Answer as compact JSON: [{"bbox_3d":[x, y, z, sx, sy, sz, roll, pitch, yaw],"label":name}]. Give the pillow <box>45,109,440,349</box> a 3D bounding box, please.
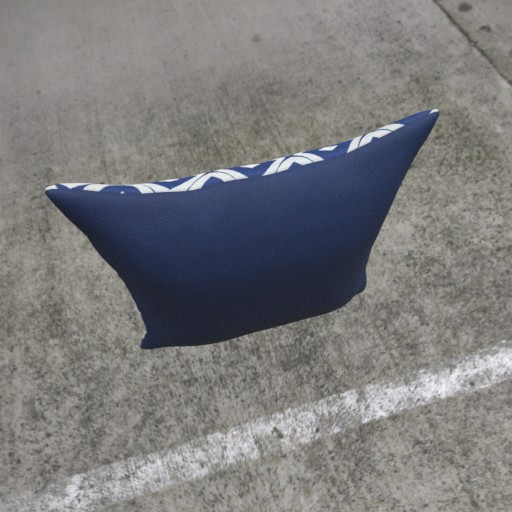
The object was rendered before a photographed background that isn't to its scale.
[{"bbox_3d":[0.000,0.000,0.750,0.504,0.494,0.188,-14,58,-9],"label":"pillow"}]
